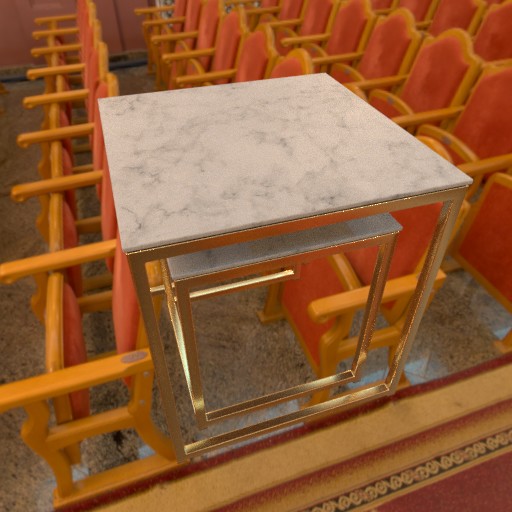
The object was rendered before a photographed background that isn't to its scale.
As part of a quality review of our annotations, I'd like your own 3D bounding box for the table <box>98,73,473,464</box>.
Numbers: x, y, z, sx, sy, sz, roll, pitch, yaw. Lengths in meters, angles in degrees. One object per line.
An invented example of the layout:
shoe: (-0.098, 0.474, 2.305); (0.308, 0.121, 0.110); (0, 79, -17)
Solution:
table: (0.000, 0.000, 0.848); (0.450, 0.500, 0.450); (-12, 42, -14)
